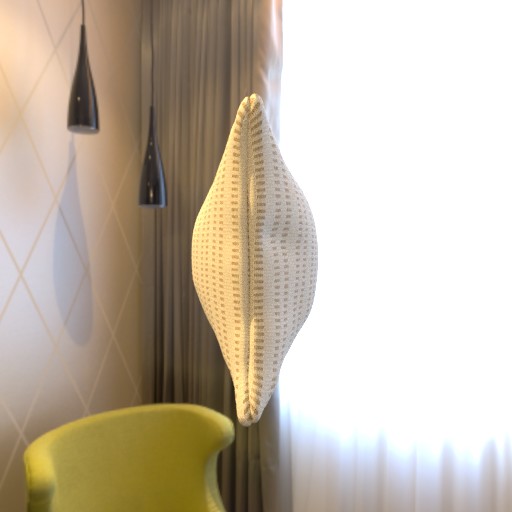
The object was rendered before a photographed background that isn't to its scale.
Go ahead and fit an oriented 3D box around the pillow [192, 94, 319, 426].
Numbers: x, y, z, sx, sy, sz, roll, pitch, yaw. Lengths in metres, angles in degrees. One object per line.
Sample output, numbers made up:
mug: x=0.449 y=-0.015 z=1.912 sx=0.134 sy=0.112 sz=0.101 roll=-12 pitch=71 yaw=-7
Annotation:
pillow: x=0.000 y=0.000 z=0.782 sx=0.210 sy=0.353 sz=0.640 roll=0 pitch=1 yaw=-1
